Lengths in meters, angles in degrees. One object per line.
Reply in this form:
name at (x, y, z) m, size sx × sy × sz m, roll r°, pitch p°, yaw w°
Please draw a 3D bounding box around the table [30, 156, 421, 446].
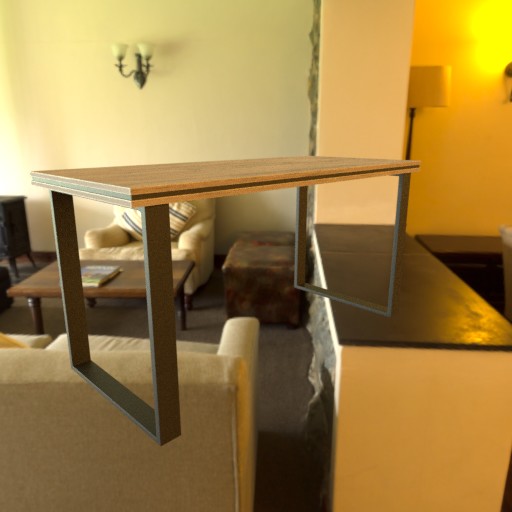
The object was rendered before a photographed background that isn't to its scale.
table at (0.000, 0.000, 2.235) m, size 1.778 × 0.899 × 0.795 m, roll -15°, pitch 21°, yaw -43°
